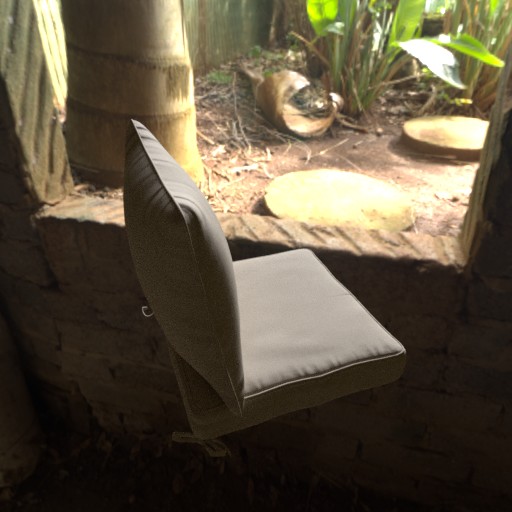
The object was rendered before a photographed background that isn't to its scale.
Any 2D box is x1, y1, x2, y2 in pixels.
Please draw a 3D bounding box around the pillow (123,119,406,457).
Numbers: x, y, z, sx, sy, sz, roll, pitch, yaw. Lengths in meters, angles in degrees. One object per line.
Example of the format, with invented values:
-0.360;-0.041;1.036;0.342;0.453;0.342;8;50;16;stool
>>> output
0.000;0.000;1.362;0.733;0.716;0.798;-11;32;-17;pillow
